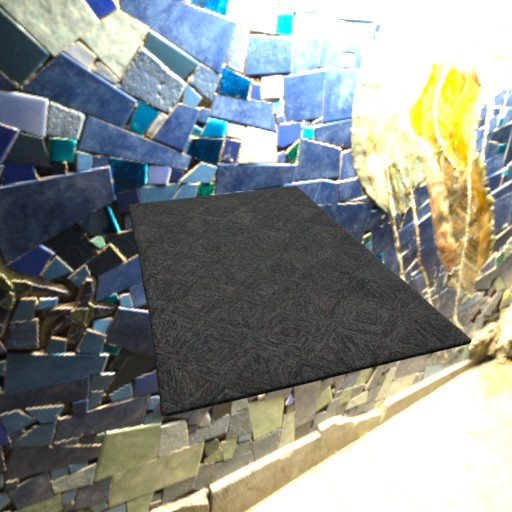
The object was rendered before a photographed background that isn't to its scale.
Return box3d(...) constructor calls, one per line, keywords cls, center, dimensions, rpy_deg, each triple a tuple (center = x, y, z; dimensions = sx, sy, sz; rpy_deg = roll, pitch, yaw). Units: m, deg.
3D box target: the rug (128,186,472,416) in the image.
box3d(cls="rug", center=(0.000, 0.000, 2.222), dimensions=(1.158, 0.013, 1.752), rpy_deg=(-9, 30, -15))
